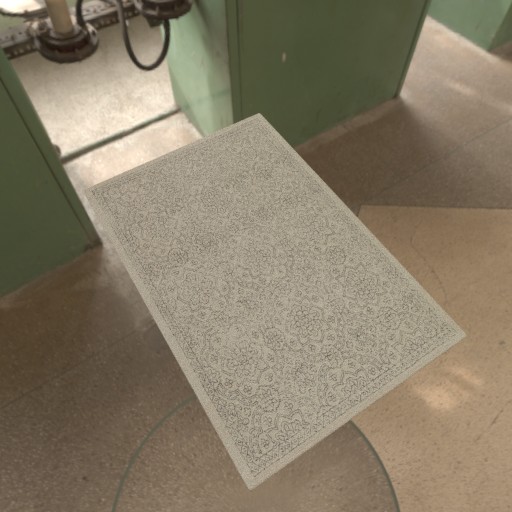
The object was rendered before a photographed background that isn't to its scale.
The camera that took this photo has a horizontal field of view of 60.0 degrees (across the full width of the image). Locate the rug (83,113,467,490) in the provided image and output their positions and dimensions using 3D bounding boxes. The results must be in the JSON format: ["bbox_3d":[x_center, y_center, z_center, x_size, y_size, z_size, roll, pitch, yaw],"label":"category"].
[{"bbox_3d":[0.000,0.000,2.335,1.219,0.010,1.829,-28,63,-16],"label":"rug"}]
